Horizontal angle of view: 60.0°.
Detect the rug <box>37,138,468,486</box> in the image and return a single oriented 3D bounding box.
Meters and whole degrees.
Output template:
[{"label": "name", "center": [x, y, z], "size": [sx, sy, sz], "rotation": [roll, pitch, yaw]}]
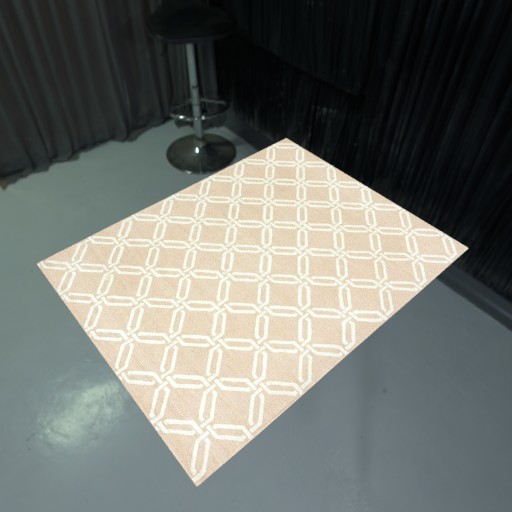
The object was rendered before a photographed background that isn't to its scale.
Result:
[{"label": "rug", "center": [0.000, 0.000, 3.782], "size": [2.895, 0.018, 2.288], "rotation": [-33, 55, -26]}]
